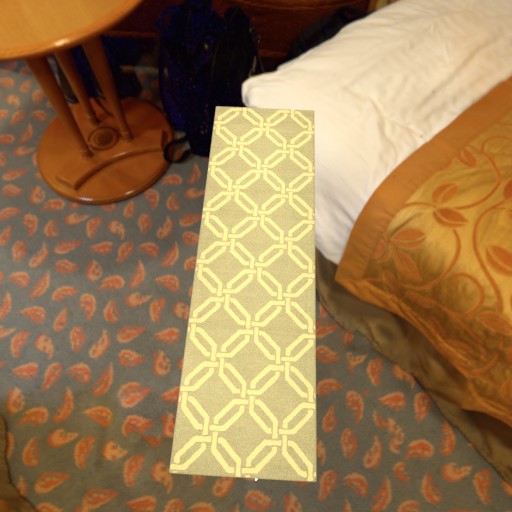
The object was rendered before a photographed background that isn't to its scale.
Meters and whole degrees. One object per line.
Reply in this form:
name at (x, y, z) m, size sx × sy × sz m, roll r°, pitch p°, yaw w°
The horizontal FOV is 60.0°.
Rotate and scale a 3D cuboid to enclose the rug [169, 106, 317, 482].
rug at (0.000, 0.000, 2.539) m, size 0.678 × 0.014 × 2.276 m, roll 3°, pitch 63°, yaw 1°
